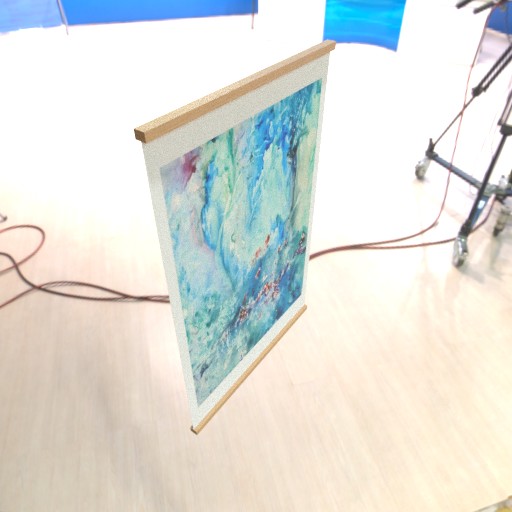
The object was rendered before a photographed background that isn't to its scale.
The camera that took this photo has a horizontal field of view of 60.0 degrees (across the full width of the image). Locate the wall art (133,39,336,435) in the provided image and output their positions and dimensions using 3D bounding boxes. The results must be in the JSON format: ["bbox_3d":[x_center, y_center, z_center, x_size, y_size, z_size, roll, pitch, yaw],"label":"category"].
[{"bbox_3d":[0.000,0.000,0.769,0.016,0.611,0.401,25,47,27],"label":"wall art"}]
